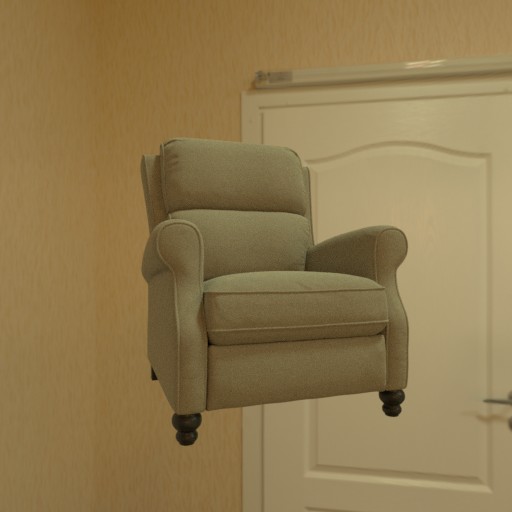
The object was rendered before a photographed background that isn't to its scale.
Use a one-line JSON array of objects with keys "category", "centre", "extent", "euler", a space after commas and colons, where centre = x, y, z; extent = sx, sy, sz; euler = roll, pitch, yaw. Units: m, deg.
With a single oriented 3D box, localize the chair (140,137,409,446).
[{"category": "chair", "centre": [0.000, 0.000, 1.713], "extent": [0.859, 1.046, 0.919], "euler": [0, 0, -19]}]
